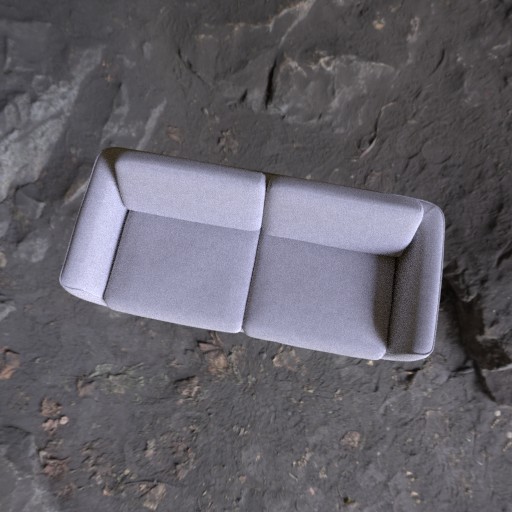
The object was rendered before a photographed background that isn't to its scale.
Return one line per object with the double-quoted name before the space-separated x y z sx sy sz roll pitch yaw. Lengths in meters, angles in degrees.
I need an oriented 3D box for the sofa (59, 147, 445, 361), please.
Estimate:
"sofa" 0.000 0.000 2.570 2.000 0.850 0.920 10 74 3
